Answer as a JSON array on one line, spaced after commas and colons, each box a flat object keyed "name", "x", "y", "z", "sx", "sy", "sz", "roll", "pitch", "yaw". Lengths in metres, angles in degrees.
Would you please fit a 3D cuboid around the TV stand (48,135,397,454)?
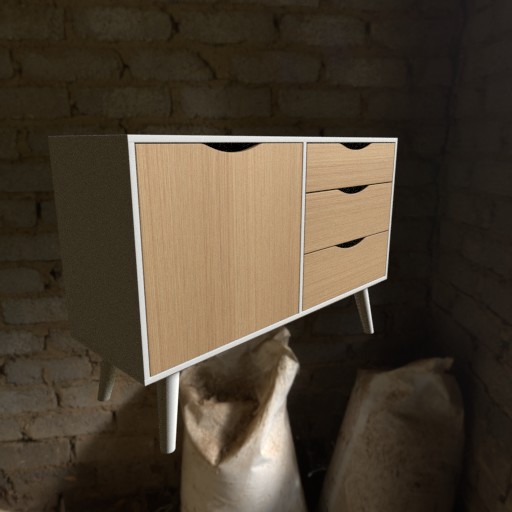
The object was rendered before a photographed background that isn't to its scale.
[{"name": "TV stand", "x": 0.000, "y": 0.000, "z": 1.571, "sx": 0.406, "sy": 0.812, "sz": 1.193, "roll": 13, "pitch": 20, "yaw": 42}]
